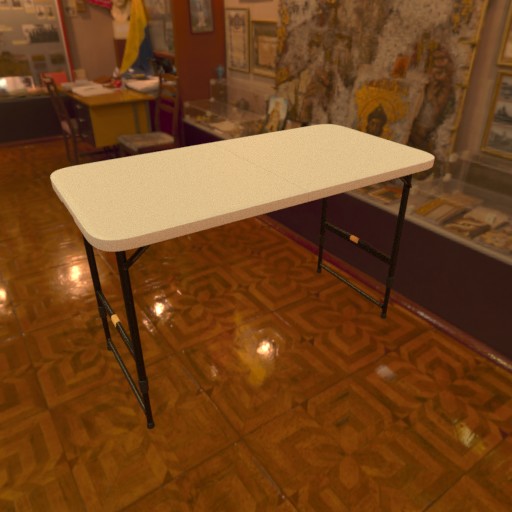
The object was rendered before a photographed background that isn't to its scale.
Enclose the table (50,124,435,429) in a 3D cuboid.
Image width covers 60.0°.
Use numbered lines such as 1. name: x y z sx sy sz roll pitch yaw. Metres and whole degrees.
1. table: 0.000 0.000 1.697 1.245 0.737 0.611 -18 34 -28
